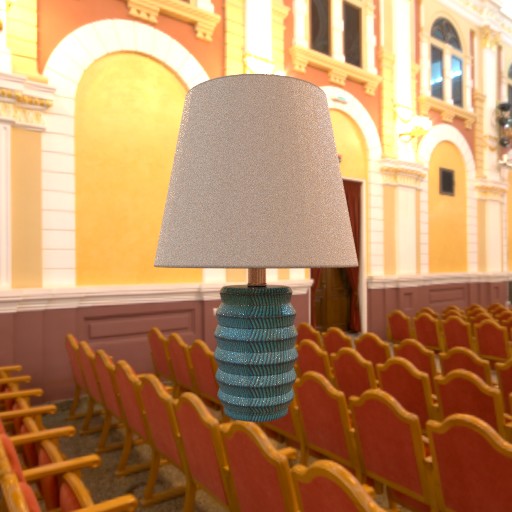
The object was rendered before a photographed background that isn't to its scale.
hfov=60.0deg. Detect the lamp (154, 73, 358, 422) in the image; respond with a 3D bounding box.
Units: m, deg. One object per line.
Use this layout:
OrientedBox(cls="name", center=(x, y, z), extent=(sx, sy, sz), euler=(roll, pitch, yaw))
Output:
OrientedBox(cls="lamp", center=(0.000, 0.000, 0.564), extent=(0.254, 0.392, 0.254), euler=(0, 0, 0))
